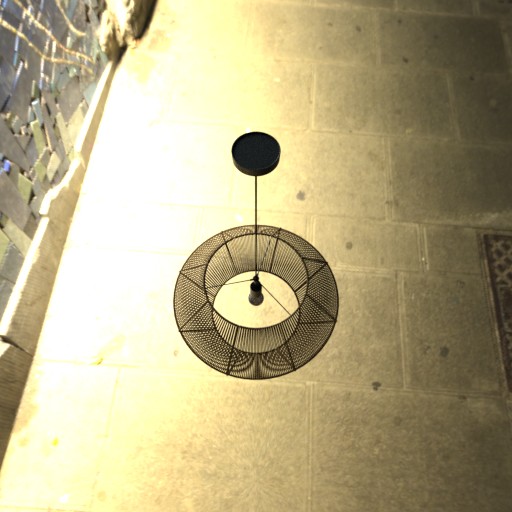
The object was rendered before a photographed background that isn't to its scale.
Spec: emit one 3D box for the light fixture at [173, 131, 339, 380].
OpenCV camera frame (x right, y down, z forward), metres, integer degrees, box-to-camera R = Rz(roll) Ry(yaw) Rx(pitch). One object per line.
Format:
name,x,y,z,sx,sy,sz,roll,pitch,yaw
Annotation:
light fixture,0.000,0.000,1.407,0.643,1.009,0.643,0,63,0
